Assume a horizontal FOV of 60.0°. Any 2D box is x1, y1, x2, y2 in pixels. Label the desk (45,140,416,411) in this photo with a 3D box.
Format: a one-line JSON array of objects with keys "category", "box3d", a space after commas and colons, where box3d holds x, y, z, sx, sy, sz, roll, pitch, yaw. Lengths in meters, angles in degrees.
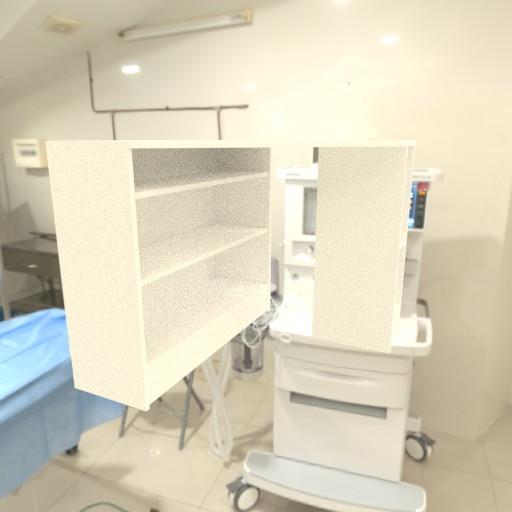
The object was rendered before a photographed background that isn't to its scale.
[{"category": "desk", "box3d": [0.000, 0.000, 1.624, 0.926, 0.818, 0.940, 7, 16, 25]}]
